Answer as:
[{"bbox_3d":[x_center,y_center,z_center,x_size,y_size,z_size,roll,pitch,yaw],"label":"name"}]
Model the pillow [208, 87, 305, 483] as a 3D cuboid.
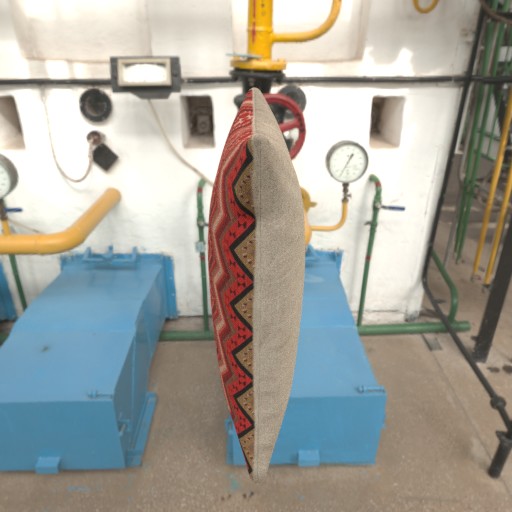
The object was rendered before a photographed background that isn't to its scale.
[{"bbox_3d":[0.000,0.000,0.770,0.158,0.511,0.513,0,26,-1],"label":"pillow"}]
